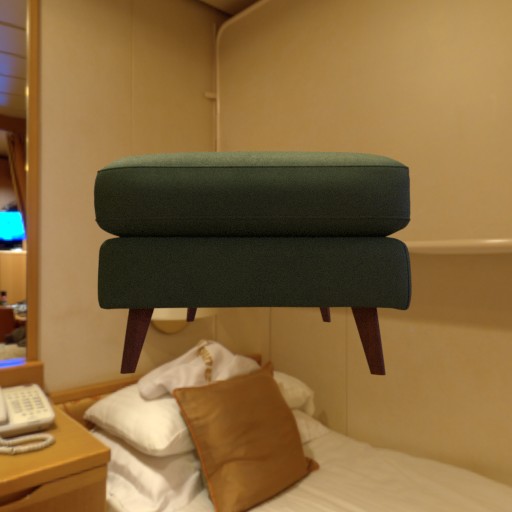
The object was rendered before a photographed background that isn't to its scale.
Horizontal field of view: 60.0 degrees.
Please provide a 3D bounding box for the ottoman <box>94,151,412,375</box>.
[{"bbox_3d":[0.000,0.000,1.190,0.608,0.449,0.811,0,0,1],"label":"ottoman"}]
